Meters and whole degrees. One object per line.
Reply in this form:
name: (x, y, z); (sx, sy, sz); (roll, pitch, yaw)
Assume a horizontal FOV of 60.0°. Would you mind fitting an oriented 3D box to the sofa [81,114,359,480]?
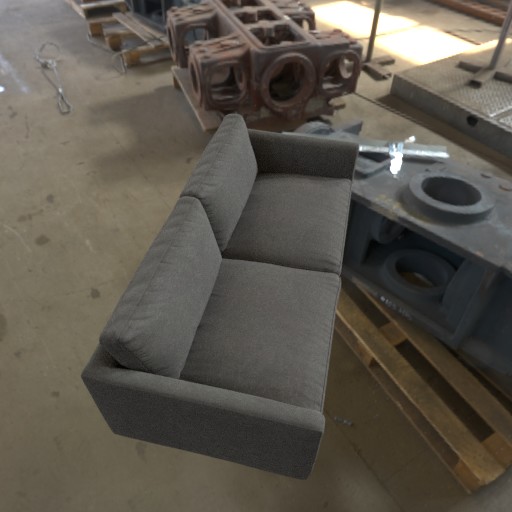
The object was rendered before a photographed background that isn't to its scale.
sofa: (0.000, 0.000, 2.778); (1.092, 0.838, 2.257); (9, 46, 9)
